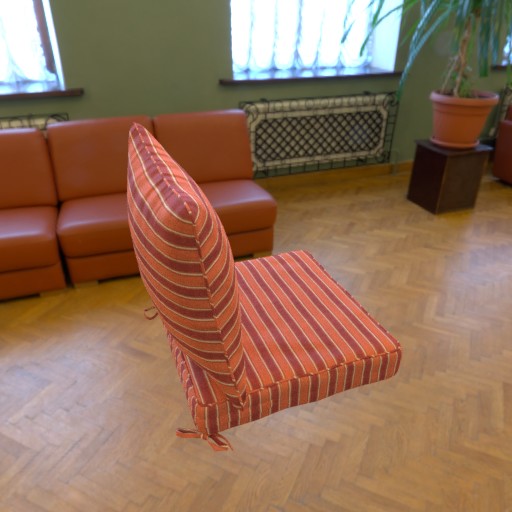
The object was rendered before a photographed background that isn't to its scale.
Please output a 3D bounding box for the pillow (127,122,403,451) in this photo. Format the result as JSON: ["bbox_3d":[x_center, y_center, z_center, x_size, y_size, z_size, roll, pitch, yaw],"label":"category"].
[{"bbox_3d":[0.000,0.000,1.400,0.733,0.723,0.799,-11,31,-18],"label":"pillow"}]
